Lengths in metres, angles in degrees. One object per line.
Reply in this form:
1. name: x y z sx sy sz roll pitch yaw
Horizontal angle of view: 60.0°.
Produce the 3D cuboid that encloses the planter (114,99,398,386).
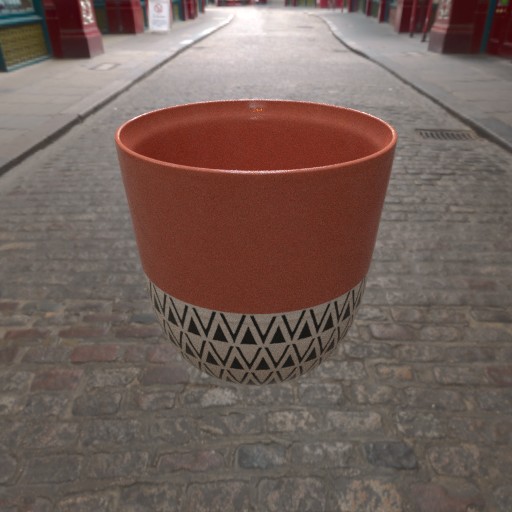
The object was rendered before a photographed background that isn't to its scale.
1. planter: 0.000 0.000 0.369 0.195 0.214 0.195 0 30 0
